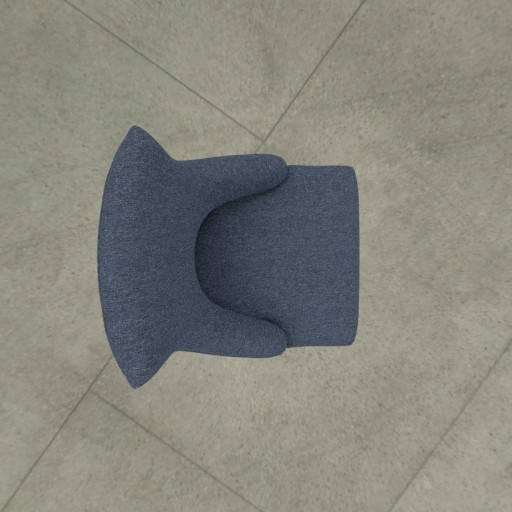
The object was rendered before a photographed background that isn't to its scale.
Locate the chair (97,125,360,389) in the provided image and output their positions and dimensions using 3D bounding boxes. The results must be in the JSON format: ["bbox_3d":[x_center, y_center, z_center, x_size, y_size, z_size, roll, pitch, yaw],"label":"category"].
[{"bbox_3d":[0.000,0.000,1.300,0.629,0.909,0.566,0,90,0],"label":"chair"}]
